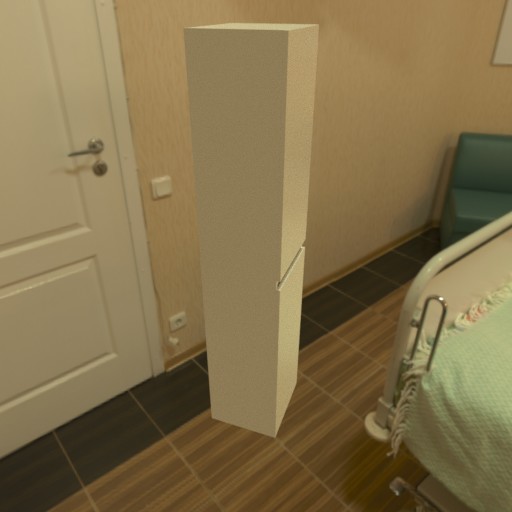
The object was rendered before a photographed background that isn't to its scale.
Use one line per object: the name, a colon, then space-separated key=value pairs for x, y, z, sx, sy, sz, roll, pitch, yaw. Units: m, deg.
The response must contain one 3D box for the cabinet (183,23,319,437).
cabinet: x=0.000 y=0.000 z=1.519 sx=0.269 sy=1.400 sz=0.300 roll=11 pitch=32 yaw=18
